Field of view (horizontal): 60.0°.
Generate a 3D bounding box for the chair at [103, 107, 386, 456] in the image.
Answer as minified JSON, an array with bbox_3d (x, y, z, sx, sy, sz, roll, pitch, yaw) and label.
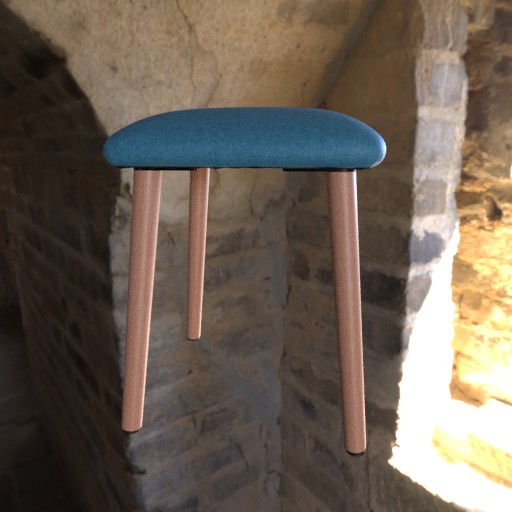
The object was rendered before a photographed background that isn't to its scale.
[{"bbox_3d":[0.000,0.000,0.718,0.360,0.450,0.360,2,14,8],"label":"chair"}]
